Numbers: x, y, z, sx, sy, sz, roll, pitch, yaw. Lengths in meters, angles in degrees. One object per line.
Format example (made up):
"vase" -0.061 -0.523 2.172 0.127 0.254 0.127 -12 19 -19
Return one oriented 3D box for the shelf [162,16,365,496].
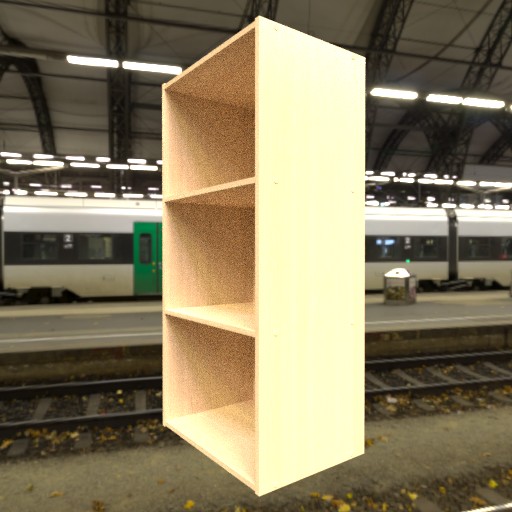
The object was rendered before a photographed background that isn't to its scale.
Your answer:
"shelf" 0.000 0.000 1.061 0.292 0.876 0.417 0 1 -36
